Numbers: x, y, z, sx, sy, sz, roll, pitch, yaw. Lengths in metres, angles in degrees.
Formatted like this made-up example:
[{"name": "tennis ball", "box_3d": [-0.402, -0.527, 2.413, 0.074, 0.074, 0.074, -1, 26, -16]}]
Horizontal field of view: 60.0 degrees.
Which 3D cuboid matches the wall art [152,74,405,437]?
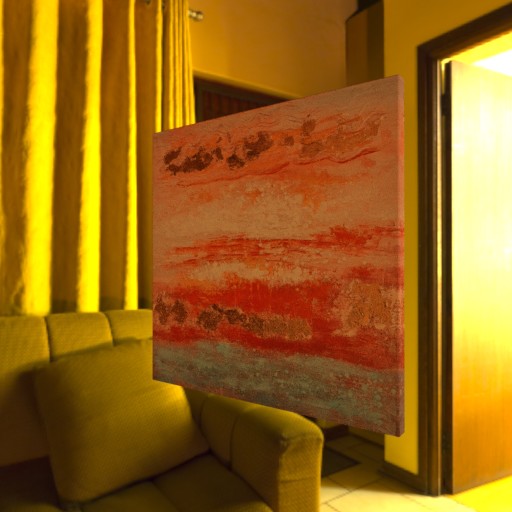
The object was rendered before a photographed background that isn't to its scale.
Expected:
[{"name": "wall art", "box_3d": [0.000, 0.000, 1.138, 0.747, 0.747, 0.035, 0, 0, 35]}]
